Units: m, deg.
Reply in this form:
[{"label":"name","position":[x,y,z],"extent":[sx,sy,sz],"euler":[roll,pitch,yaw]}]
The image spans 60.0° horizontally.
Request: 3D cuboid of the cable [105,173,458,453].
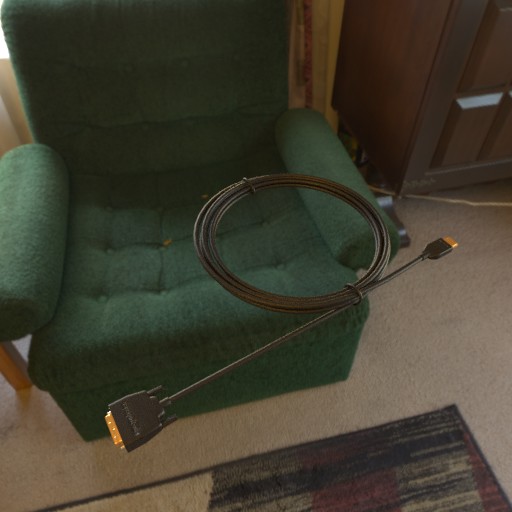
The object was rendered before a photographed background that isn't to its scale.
[{"label":"cable","position":[0.000,0.000,0.512],"extent":[0.422,0.030,0.257],"euler":[-24,51,-21]}]
